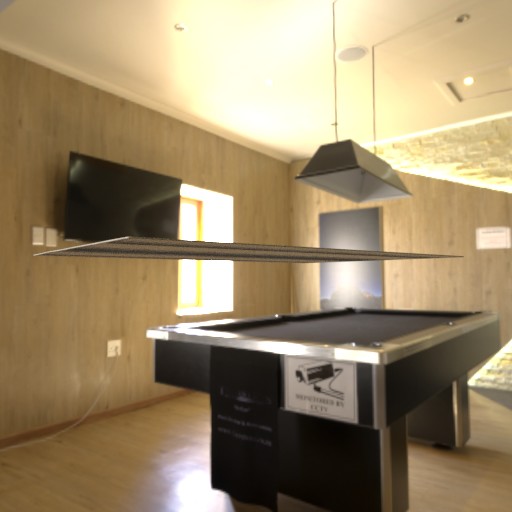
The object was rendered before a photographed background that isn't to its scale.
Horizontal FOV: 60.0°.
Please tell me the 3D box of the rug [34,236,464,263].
[{"bbox_3d":[0.000,0.000,2.275,1.854,0.006,1.234,2,-4,-38],"label":"rug"}]
